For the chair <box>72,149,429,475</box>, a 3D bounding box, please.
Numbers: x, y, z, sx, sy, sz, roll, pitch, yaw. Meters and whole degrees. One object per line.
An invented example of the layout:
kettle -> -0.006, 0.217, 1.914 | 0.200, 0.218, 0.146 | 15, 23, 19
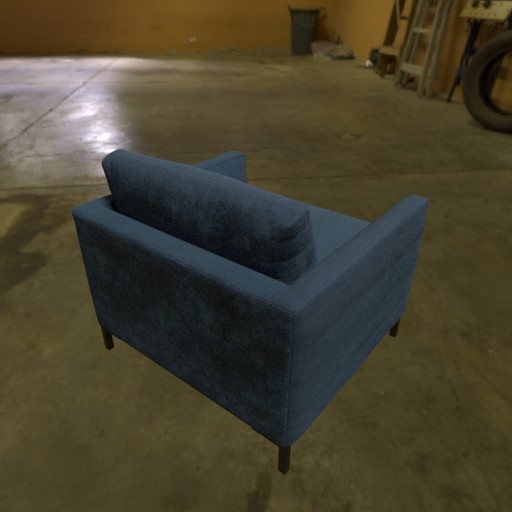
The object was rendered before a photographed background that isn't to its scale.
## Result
chair -> 0.000, 0.000, 1.657 | 0.964, 0.812, 0.875 | 22, 37, 33
